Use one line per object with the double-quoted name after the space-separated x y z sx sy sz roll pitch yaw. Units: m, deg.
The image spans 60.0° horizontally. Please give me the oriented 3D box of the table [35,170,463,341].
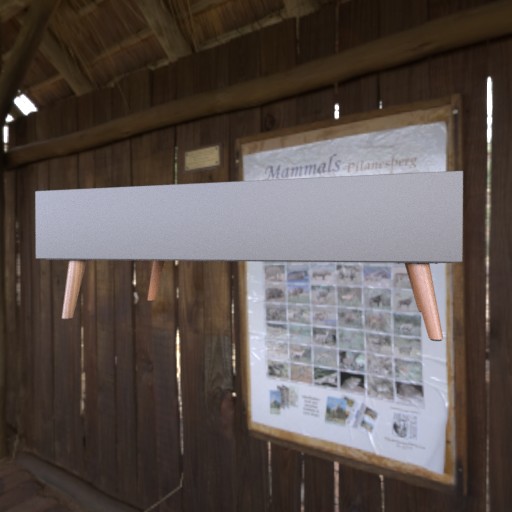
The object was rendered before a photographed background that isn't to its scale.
0.000 0.000 1.520 1.201 0.404 0.703 0 1 17 "table"
